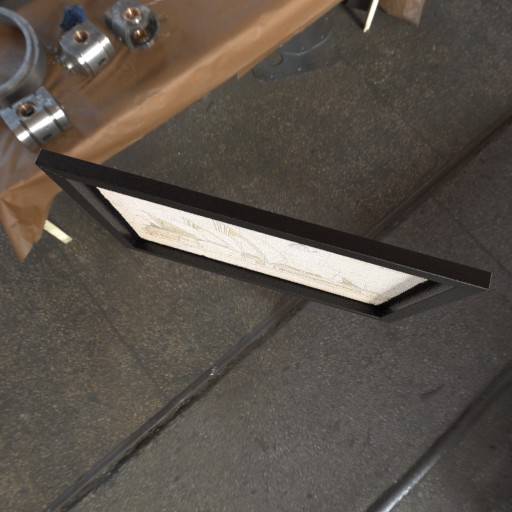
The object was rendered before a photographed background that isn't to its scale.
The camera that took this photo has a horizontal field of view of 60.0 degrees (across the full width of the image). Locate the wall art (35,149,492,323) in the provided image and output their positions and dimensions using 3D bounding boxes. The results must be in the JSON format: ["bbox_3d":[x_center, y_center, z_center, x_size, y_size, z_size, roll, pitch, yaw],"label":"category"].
[{"bbox_3d":[0.000,0.000,0.840,0.657,0.458,0.027,16,76,4],"label":"wall art"}]
